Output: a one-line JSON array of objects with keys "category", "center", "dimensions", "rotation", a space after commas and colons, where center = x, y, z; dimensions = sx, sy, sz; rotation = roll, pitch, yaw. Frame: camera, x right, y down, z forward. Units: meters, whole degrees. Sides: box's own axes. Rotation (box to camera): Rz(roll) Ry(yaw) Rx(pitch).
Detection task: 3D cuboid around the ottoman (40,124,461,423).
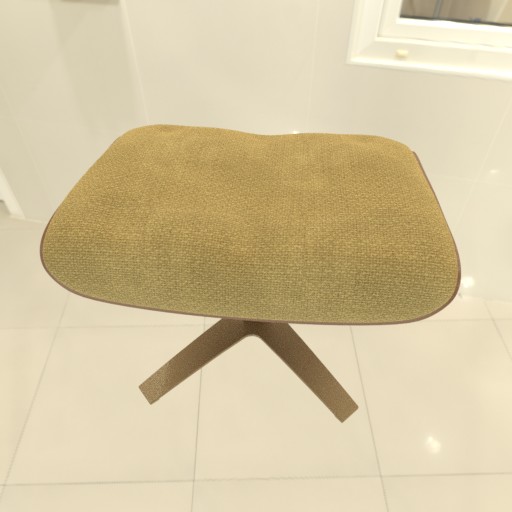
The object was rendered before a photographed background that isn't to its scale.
[{"category": "ottoman", "center": [0.000, 0.000, 0.768], "dimensions": [0.520, 0.391, 0.394], "rotation": [4, 46, 4]}]
